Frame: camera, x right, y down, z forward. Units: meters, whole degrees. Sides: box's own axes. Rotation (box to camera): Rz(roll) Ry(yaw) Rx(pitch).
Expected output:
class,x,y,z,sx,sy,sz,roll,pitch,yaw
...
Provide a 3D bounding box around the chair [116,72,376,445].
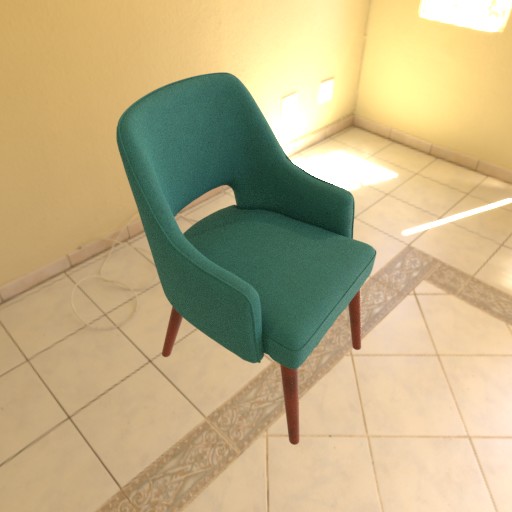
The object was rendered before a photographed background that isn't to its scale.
class,x,y,z,sx,sy,sz,roll,pitch,yaw
chair,0.000,0.000,1.277,0.605,0.849,0.548,25,47,26
